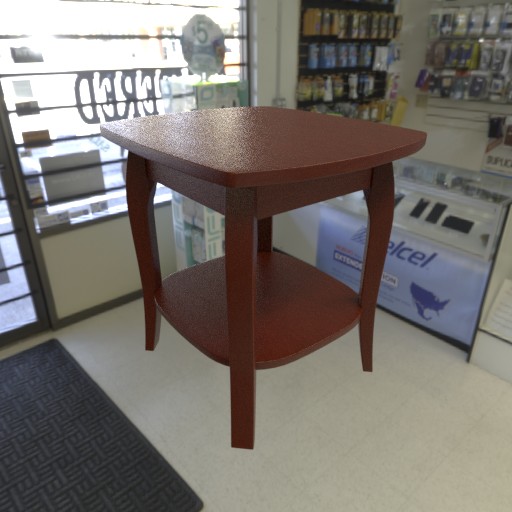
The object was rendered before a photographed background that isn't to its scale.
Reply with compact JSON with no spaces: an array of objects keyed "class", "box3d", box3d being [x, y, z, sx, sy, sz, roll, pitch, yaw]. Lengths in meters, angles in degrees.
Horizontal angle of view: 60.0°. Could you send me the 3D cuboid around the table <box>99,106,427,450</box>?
[{"class":"table","box3d":[0.000,0.000,0.881,0.433,0.496,0.502,-19,32,-34]}]
